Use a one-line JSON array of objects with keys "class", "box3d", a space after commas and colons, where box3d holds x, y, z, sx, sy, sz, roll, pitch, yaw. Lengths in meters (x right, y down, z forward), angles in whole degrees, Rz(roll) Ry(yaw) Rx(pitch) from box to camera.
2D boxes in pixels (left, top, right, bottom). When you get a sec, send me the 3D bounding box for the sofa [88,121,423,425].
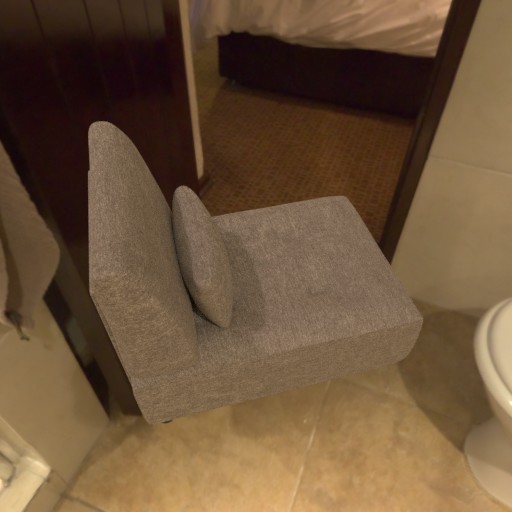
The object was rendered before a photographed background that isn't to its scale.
[{"class": "sofa", "box3d": [0.000, 0.000, 1.565, 1.000, 0.820, 0.700, -11, 48, -10]}]
